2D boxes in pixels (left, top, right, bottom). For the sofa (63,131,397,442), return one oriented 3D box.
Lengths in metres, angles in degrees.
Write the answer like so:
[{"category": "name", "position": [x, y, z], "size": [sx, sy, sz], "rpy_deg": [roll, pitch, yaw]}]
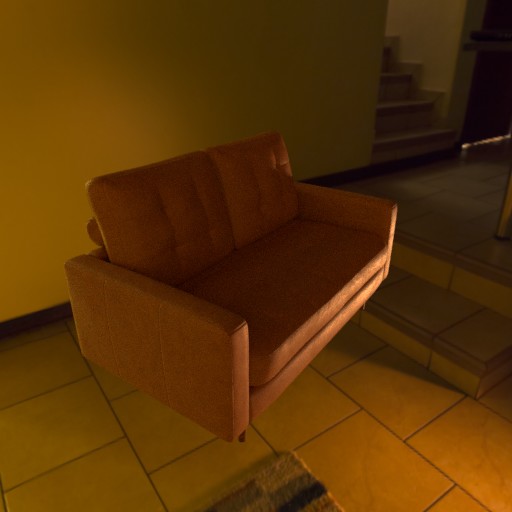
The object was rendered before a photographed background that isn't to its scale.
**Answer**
[{"category": "sofa", "position": [0.000, 0.000, 2.020], "size": [0.868, 0.898, 1.430], "rpy_deg": [17, 30, 31]}]
